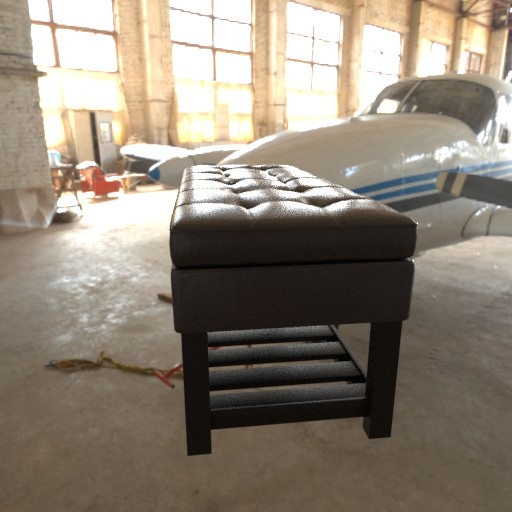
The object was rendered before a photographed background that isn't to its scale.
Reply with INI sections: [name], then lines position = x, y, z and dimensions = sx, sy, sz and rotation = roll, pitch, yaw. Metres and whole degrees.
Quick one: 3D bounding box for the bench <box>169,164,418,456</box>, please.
[bench]
position = 0.000, 0.000, 1.307
dimensions = 0.432, 0.460, 1.105
rotation = -2, 16, -7
